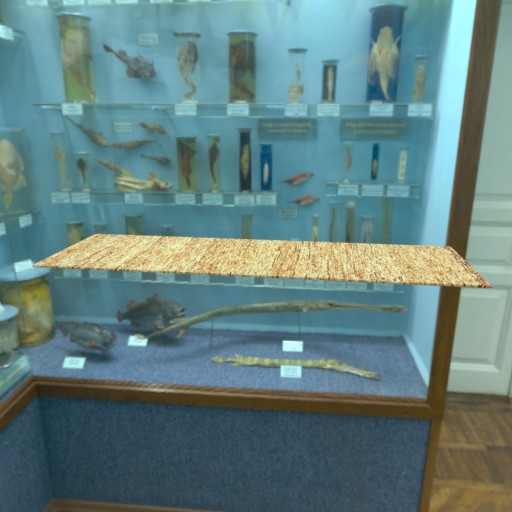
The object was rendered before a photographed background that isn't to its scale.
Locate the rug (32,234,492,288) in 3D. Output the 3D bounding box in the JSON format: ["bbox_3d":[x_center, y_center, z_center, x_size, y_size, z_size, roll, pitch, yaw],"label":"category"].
[{"bbox_3d":[0.000,0.000,2.457,2.237,0.014,0.680,2,17,8],"label":"rug"}]
